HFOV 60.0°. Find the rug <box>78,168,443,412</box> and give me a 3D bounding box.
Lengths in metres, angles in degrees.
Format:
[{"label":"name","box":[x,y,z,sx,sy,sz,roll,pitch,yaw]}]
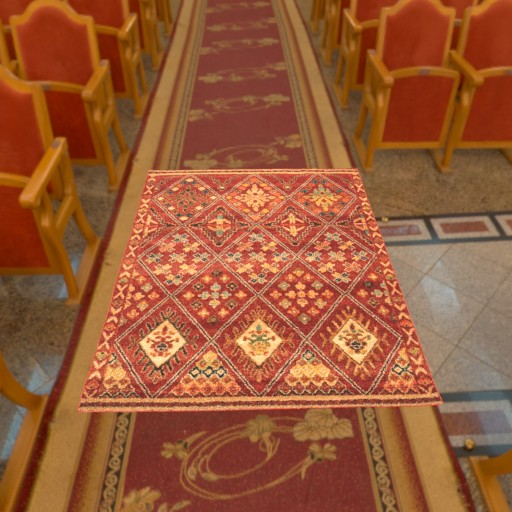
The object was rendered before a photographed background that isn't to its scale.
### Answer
[{"label":"rug","box":[0.000,0.000,4.140,2.489,0.030,3.086,-1,42,-1]}]
